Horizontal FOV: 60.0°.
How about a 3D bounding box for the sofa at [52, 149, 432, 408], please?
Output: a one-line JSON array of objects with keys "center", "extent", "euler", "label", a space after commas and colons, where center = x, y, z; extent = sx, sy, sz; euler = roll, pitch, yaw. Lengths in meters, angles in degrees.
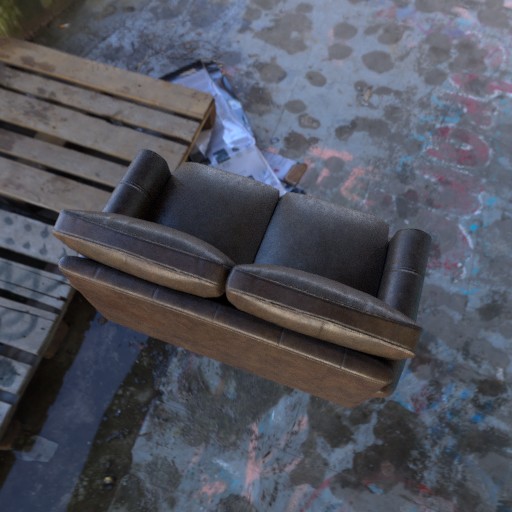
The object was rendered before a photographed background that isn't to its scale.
[{"center": [0.000, 0.000, 2.242], "extent": [1.616, 0.976, 0.990], "euler": [18, 65, 8], "label": "sofa"}]
